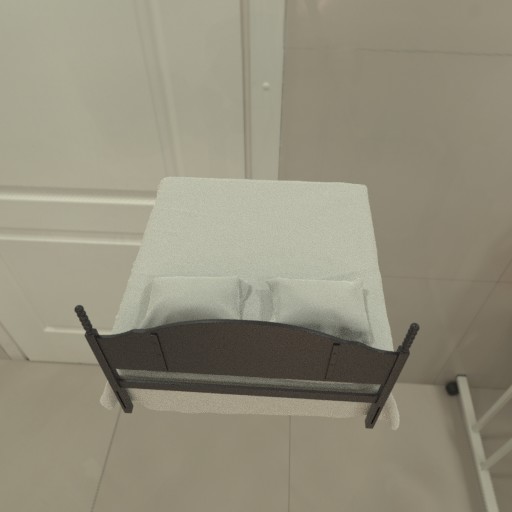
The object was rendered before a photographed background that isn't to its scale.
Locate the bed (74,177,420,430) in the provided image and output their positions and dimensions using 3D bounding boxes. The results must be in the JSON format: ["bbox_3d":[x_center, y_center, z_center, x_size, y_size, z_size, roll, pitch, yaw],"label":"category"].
[{"bbox_3d":[0.000,0.000,3.651,2.322,1.355,2.219,3,47,2],"label":"bed"}]
